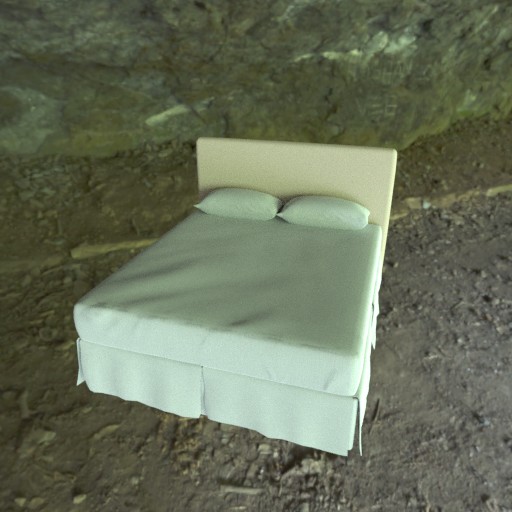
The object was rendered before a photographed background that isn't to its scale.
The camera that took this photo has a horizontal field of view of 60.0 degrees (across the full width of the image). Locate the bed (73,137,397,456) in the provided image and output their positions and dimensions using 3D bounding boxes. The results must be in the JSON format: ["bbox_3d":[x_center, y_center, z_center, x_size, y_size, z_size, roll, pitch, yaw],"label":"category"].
[{"bbox_3d":[0.000,0.000,3.336,1.884,1.330,2.142,8,26,16],"label":"bed"}]
